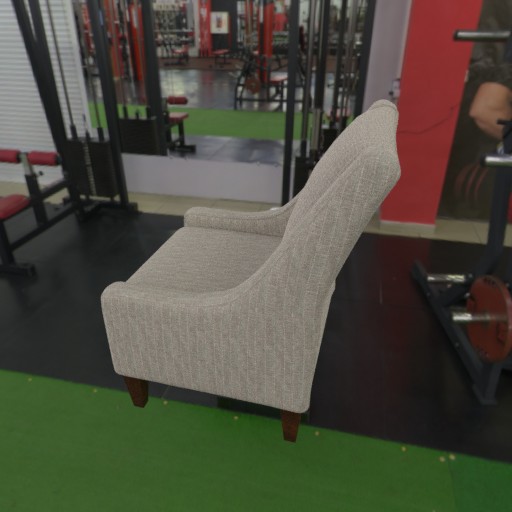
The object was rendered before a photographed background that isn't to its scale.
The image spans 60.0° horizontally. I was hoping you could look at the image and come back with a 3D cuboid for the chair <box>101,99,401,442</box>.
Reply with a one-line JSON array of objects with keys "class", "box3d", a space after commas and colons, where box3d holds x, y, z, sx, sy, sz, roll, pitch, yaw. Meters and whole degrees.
[{"class": "chair", "box3d": [0.000, 0.000, 1.617, 0.870, 1.014, 0.774, 7, 30, 13]}]
